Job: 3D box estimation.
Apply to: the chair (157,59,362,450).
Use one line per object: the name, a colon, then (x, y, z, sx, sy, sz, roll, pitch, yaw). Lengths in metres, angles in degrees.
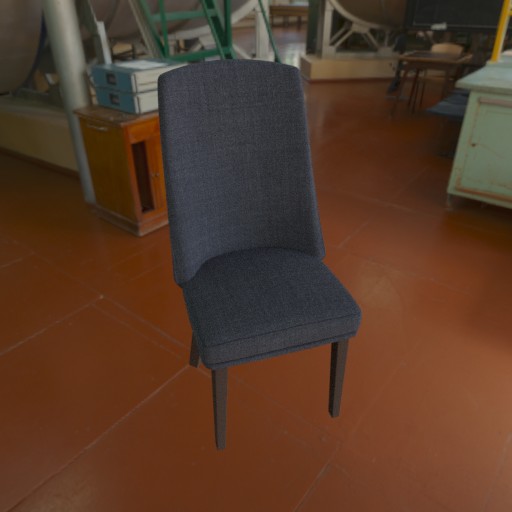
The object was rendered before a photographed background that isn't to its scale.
chair: (0.000, 0.000, 1.374, 0.510, 1.050, 0.577, -10, 33, -15)
